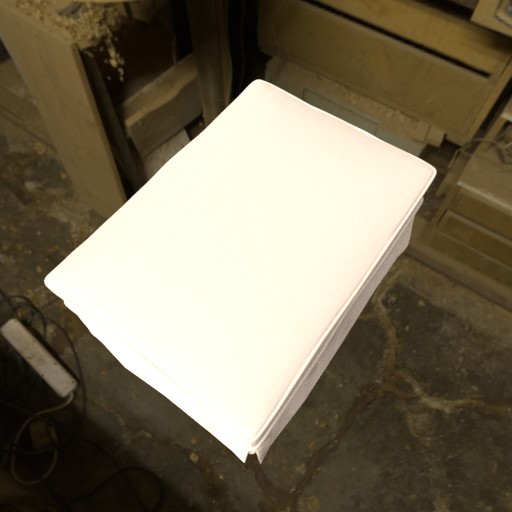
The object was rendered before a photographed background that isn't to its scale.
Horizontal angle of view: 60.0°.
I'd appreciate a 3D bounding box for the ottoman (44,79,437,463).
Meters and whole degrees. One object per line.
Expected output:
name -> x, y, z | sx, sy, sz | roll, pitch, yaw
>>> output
ottoman -> 0.000, 0.000, 1.340 | 0.703, 0.479, 0.944 | 33, 67, 16
